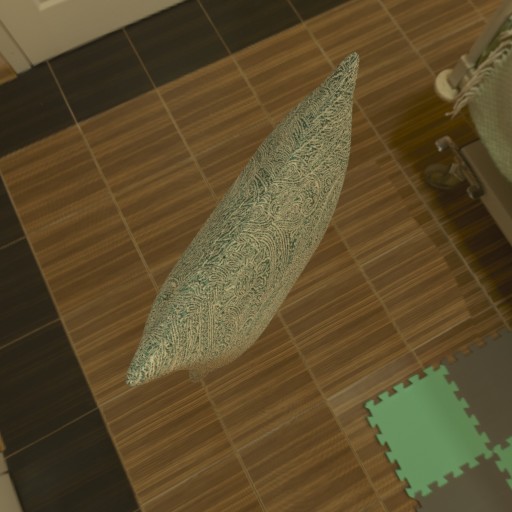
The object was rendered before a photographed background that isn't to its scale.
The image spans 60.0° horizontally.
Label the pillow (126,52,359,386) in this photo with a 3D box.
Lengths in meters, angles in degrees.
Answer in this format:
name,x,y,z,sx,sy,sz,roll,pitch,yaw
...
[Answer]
name,x,y,z,sx,sy,sz,roll,pitch,yaw
pillow,0.000,0.000,0.795,0.166,0.507,0.526,32,78,8
